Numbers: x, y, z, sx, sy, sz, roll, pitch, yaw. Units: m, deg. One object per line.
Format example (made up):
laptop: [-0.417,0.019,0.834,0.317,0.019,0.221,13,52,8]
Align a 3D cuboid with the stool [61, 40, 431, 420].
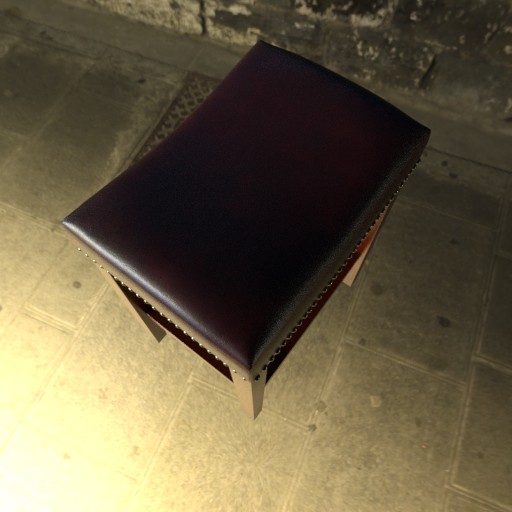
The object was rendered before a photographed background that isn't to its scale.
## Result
stool: [0.000,0.000,0.961,0.372,0.657,0.504,35,69,15]
